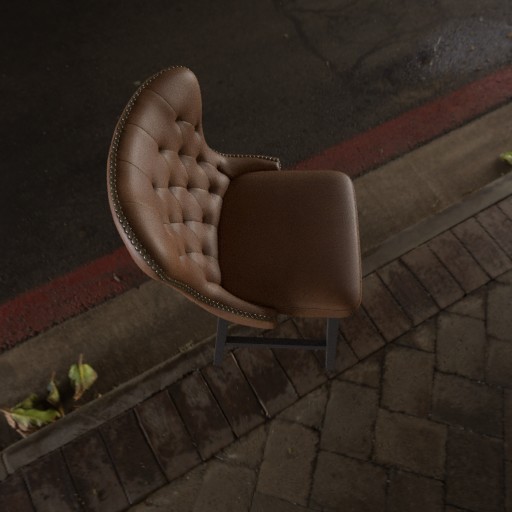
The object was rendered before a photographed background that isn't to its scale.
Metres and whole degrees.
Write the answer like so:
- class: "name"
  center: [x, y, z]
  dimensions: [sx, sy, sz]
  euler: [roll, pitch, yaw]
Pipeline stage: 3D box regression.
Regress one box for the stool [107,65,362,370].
- class: "stool"
  center: [0.000, 0.000, 1.308]
  dimensions: [0.593, 0.971, 0.528]
  euler: [2, 63, 1]
